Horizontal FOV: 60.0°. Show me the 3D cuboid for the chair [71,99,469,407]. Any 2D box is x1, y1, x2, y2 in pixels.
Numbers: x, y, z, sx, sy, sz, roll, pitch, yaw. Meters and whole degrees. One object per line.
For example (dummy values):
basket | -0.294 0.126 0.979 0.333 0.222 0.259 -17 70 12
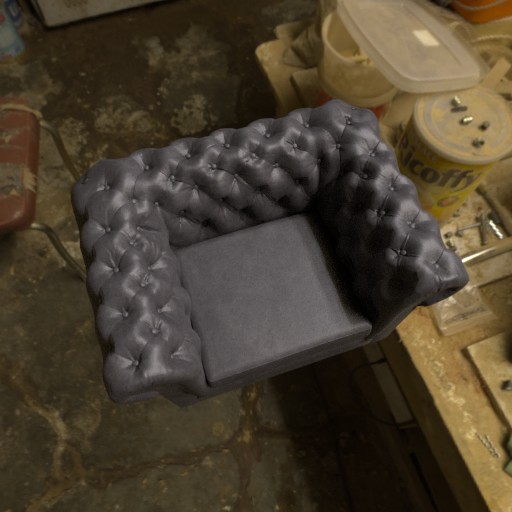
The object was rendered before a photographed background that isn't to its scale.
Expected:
chair | 0.000 0.000 1.909 1.298 0.780 0.943 -17 65 -8
